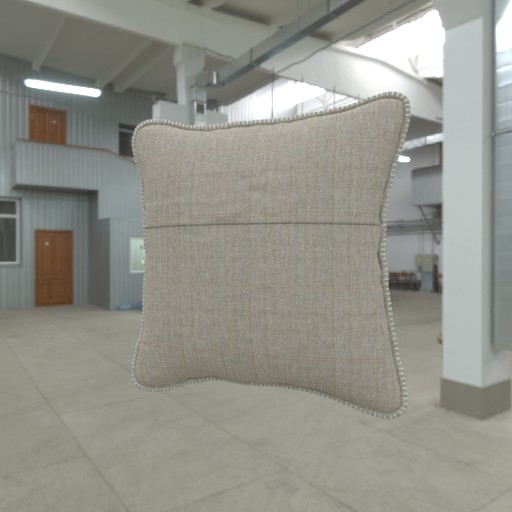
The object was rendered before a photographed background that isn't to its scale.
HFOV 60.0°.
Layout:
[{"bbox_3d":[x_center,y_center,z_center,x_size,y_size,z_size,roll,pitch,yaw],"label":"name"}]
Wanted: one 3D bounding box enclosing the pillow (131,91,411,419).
[{"bbox_3d":[0.000,0.000,0.738,0.485,0.494,0.124,0,0,19],"label":"pillow"}]
